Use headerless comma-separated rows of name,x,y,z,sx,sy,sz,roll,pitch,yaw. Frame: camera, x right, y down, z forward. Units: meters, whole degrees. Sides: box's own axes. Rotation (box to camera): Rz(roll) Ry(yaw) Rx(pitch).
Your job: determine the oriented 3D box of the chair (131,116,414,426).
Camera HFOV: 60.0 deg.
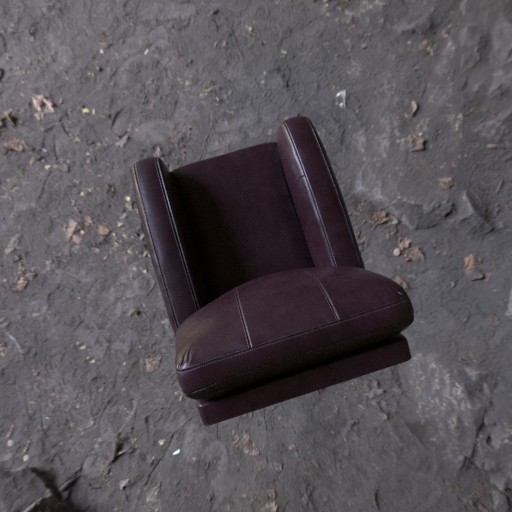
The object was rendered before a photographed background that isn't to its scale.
chair,0.000,0.000,1.684,0.762,0.990,0.990,-17,77,-4
